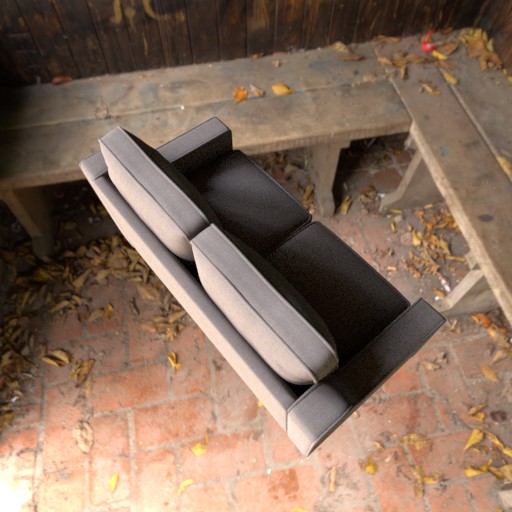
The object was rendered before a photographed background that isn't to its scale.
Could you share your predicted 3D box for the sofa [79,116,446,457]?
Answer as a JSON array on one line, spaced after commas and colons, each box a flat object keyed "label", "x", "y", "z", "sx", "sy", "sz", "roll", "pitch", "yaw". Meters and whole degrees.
[{"label": "sofa", "x": 0.000, "y": 0.000, "z": 1.996, "sx": 0.791, "sy": 0.948, "sz": 1.500, "roll": -36, "pitch": 65, "yaw": -19}]
